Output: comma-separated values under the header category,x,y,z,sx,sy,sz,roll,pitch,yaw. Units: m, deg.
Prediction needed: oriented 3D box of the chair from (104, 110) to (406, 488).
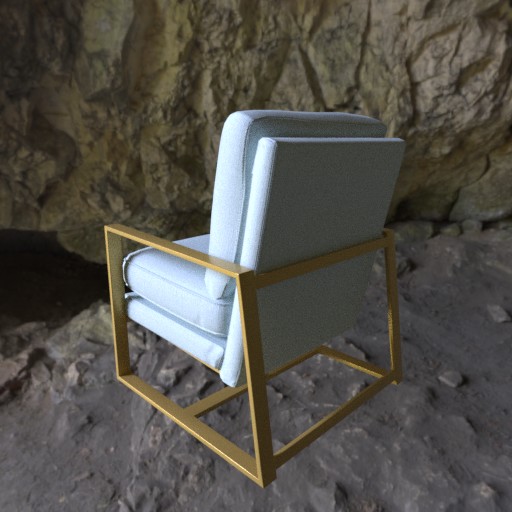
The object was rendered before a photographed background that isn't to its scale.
category,x,y,z,sx,sy,sz,roll,pitch,yaw
chair,0.000,0.000,1.563,0.758,0.956,0.813,-14,20,-43
